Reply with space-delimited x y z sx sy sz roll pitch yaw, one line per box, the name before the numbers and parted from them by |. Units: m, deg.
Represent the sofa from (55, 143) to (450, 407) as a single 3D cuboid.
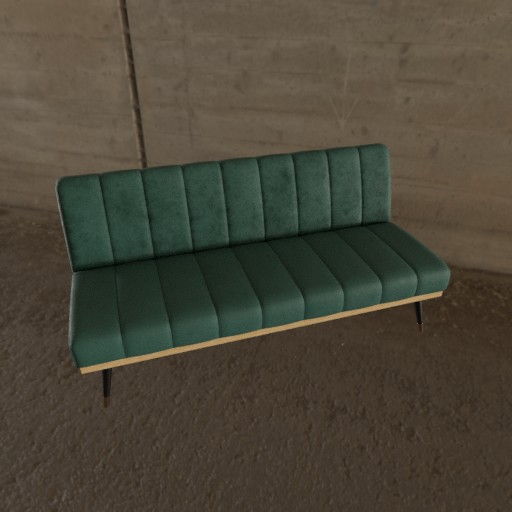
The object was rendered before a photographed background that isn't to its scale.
sofa | 0.000 0.000 2.282 1.810 0.820 0.830 -9 33 -15
